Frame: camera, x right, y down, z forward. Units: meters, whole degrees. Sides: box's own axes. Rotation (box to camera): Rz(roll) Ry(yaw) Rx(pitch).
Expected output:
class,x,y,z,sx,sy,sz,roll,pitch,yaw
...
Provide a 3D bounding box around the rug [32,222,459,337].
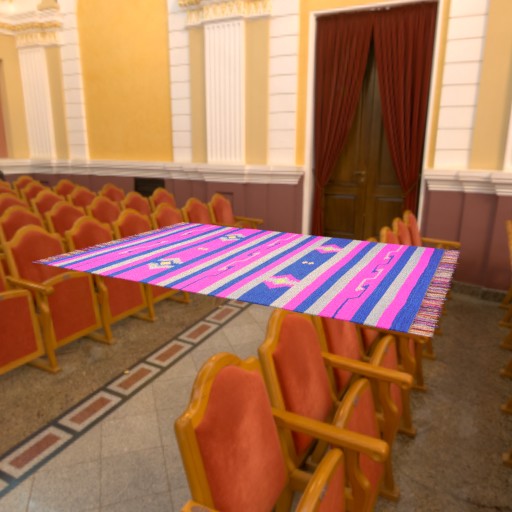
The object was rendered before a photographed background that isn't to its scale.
class,x,y,z,sx,sy,sz,roll,pitch,yaw
rug,0.000,0.000,2.869,2.350,0.013,1.539,8,17,27
